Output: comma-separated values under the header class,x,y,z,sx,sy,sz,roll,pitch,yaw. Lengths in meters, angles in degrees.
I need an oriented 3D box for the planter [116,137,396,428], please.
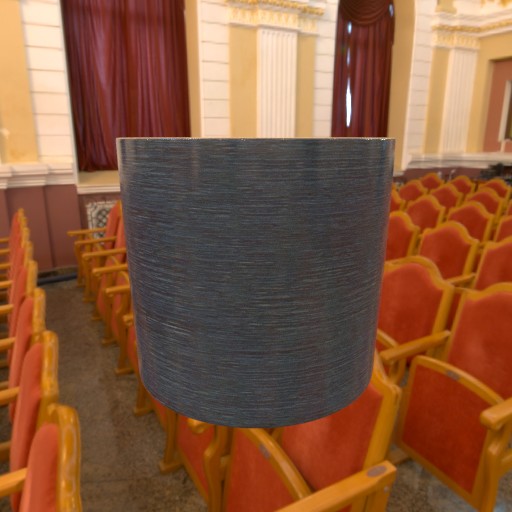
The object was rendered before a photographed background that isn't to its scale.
class,x,y,z,sx,sy,sz,roll,pitch,yaw
planter,0.000,0.000,0.391,0.221,0.201,0.221,0,15,0
